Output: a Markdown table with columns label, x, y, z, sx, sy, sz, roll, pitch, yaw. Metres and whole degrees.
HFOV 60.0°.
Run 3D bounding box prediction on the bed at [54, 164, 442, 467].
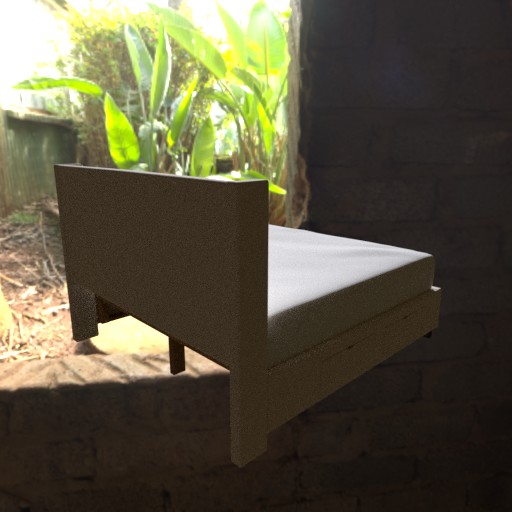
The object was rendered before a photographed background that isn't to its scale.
| label | x | y | z | sx | sy | sz | roll | pitch | yaw |
| --- | --- | --- | --- | --- | --- | --- | --- | --- | --- |
| bed | 0.000 | 0.000 | 3.612 | 2.293 | 1.471 | 2.145 | -14 | 20 | -42 |
